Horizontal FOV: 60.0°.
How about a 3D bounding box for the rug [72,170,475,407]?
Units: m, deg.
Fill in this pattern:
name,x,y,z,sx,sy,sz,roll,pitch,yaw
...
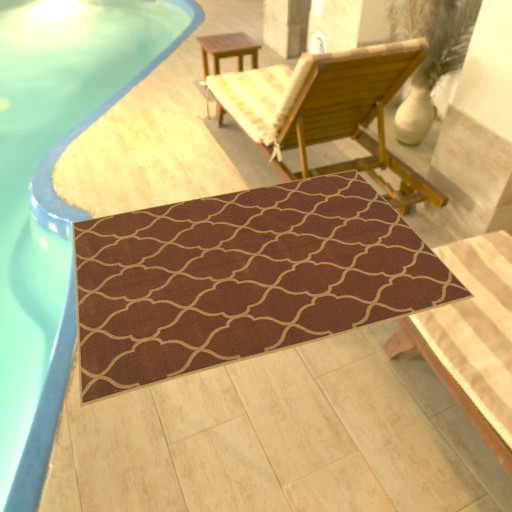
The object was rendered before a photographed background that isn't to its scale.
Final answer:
name,x,y,z,sx,sy,sz,roll,pitch,yaw
rug,0.000,0.000,2.928,2.290,0.014,1.526,-13,44,-14
